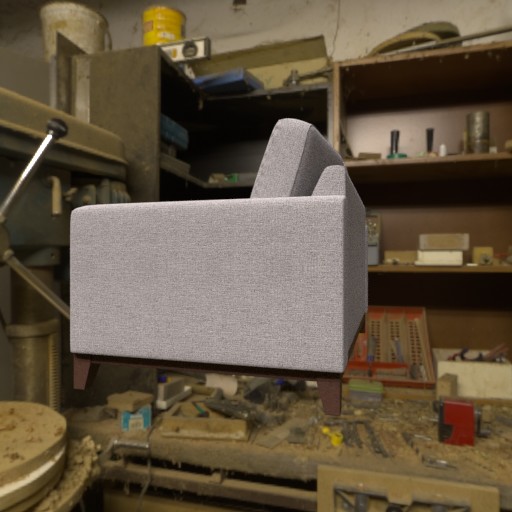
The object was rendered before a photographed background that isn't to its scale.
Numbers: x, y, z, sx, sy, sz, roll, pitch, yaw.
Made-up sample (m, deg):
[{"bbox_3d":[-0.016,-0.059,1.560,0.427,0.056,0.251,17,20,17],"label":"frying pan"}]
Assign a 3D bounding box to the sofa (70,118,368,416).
[{"bbox_3d":[0.000,0.000,1.995,0.917,0.873,1.420,0,0,17],"label":"sofa"}]
